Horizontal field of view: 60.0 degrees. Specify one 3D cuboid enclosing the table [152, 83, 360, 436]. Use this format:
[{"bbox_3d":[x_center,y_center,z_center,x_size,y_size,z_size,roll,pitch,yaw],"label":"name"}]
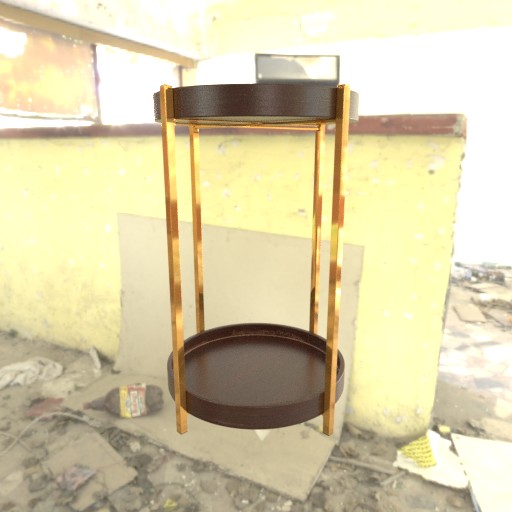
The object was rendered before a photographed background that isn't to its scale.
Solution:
[{"bbox_3d":[0.000,0.000,0.885,0.400,0.610,0.400,-13,19,-42],"label":"table"}]
